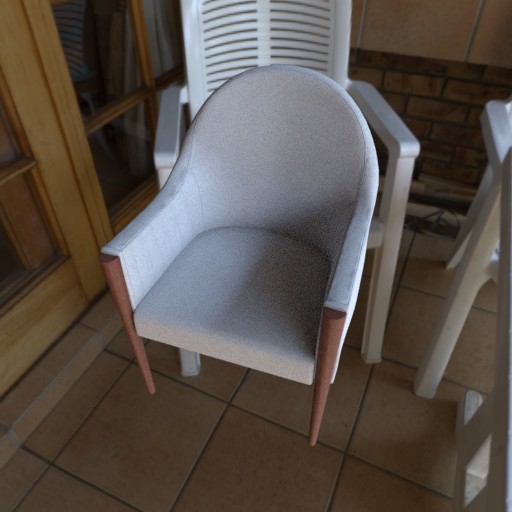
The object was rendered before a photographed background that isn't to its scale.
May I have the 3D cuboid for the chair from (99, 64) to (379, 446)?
[{"bbox_3d":[0.000,0.000,1.291,0.610,0.889,0.620,13,43,14],"label":"chair"}]
